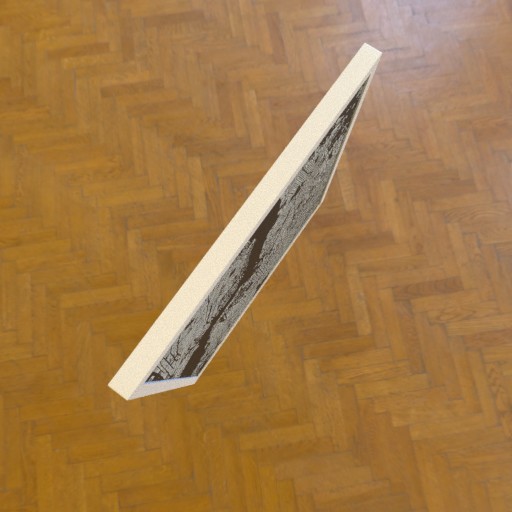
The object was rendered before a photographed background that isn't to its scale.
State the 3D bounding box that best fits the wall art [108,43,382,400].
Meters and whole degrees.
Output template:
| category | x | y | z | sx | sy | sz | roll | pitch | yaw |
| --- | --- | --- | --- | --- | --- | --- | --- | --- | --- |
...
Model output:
| category | x | y | z | sx | sy | sz | roll | pitch | yaw |
| --- | --- | --- | --- | --- | --- | --- | --- | --- | --- |
| wall art | 0.000 | 0.000 | 1.129 | 0.050 | 0.762 | 0.761 | 34 | 78 | 8 |
